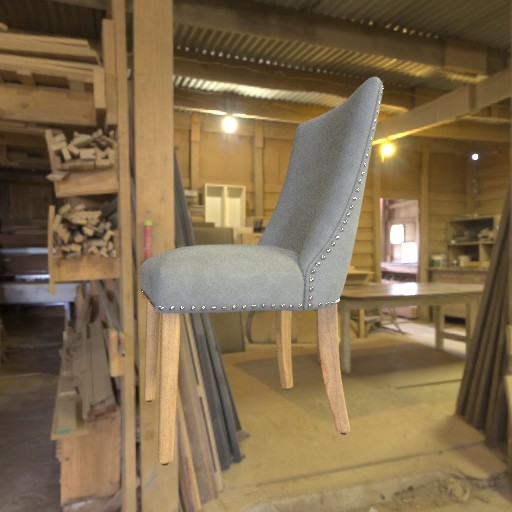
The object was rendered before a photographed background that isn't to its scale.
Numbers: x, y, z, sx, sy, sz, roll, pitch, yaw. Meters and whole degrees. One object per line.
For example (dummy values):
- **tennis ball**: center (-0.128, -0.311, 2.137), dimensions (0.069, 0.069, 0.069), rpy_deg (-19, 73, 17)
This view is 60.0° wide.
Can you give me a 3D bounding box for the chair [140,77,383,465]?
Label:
- **chair**: center (0.000, 0.000, 1.248), dimensions (0.610, 0.902, 0.495), rpy_deg (0, 1, -18)
